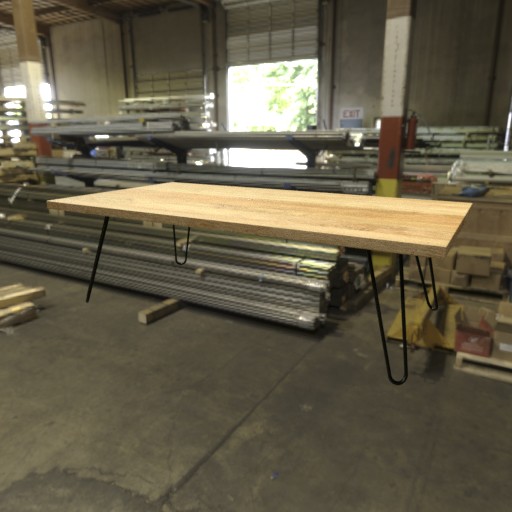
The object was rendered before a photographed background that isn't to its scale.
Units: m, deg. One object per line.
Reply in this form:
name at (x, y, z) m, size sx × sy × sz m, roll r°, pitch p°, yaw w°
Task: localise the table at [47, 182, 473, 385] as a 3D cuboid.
table at (0.000, 0.000, 1.630) m, size 1.348 × 0.400 × 0.699 m, roll 9°, pitch 18°, yaw 28°
